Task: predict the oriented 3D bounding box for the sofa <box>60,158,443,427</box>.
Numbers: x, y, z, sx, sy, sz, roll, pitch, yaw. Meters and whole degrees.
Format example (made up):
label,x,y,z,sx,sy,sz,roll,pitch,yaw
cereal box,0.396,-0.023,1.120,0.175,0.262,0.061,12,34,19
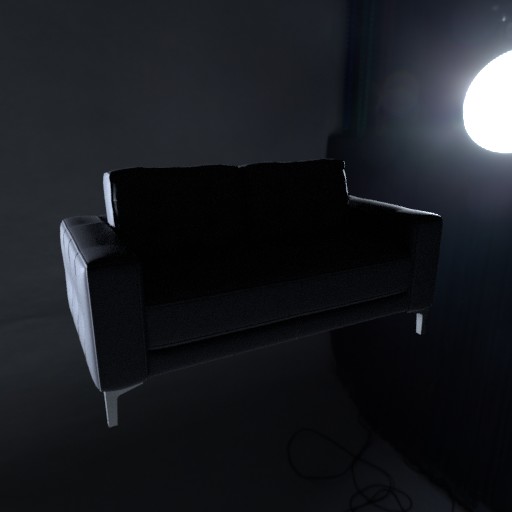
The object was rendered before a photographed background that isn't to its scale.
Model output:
label,x,y,z,sx,sy,sz,roll,pitch,yaw
sofa,0.000,0.000,2.213,1.726,0.893,0.833,-9,19,-27
